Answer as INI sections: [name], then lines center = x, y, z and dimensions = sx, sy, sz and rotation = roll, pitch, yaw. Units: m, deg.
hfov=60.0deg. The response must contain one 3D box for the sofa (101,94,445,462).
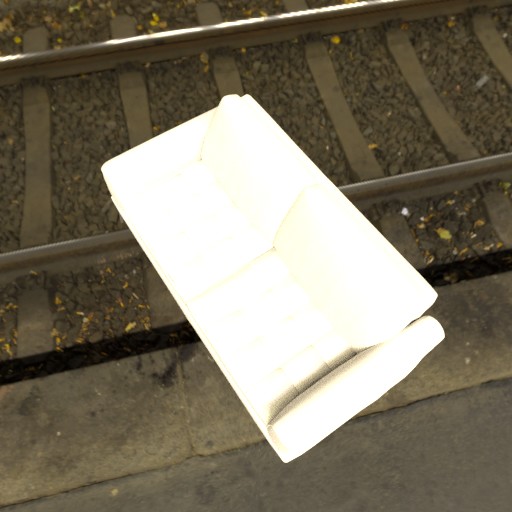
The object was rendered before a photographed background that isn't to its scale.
[sofa]
center = 0.000, 0.000, 2.786
dimensions = 1.121, 0.930, 2.177
rotation = -31, 67, -15
